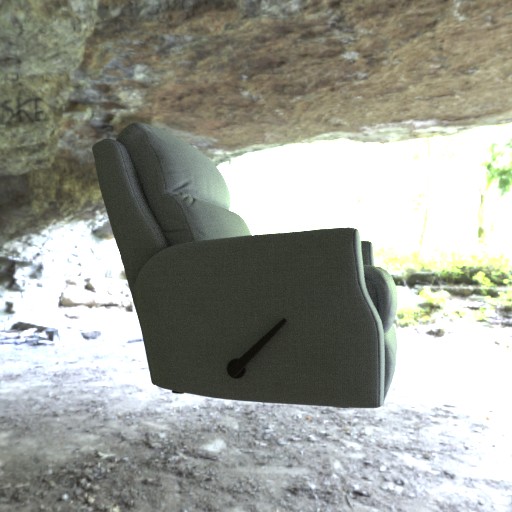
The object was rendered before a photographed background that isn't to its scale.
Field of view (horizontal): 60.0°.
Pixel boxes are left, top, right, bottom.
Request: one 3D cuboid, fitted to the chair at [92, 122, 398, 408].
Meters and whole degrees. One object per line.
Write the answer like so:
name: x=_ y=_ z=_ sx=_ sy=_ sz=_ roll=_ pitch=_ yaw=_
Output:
chair: x=0.000 y=0.000 z=1.778 sx=1.080 sy=1.030 sz=0.829 roll=-1 pitch=-2 yaw=18
